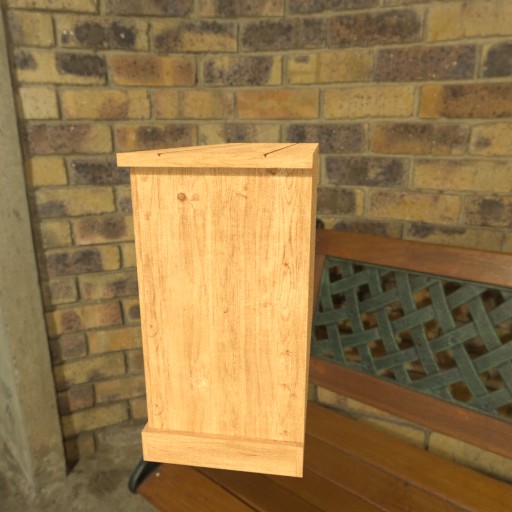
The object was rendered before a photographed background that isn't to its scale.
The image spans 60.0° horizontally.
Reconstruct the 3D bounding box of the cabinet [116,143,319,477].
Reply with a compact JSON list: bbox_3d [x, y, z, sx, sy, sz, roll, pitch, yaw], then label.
[{"bbox_3d":[0.000,0.000,1.687,0.432,0.810,1.321,2,15,8],"label":"cabinet"}]
